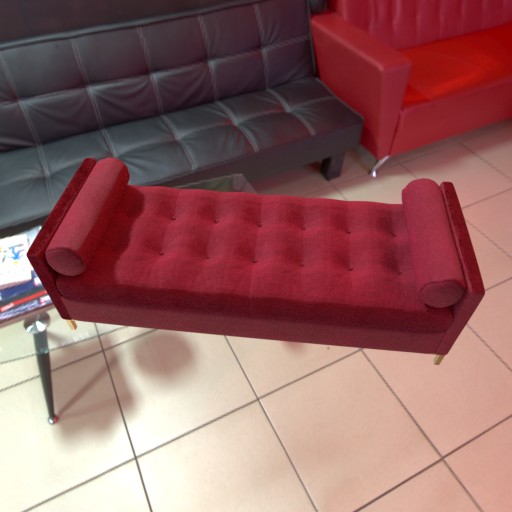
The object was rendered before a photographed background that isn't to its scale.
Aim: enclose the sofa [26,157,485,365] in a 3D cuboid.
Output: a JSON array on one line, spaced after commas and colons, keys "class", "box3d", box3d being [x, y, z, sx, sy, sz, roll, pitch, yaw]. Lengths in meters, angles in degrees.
[{"class": "sofa", "box3d": [0.000, 0.000, 2.445, 2.102, 0.705, 0.796, 5, 48, 4]}]
